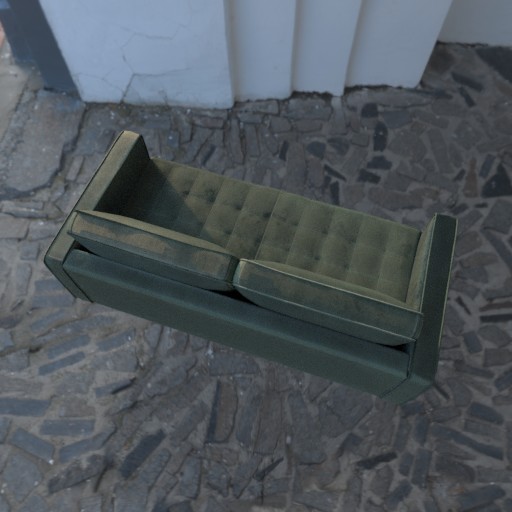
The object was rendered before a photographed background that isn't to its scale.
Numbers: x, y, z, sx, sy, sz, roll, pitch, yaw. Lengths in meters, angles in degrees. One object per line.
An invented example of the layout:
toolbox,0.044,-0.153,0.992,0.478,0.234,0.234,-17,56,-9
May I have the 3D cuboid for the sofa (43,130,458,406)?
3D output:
sofa,0.000,0.000,2.257,1.816,0.781,0.886,17,64,8
